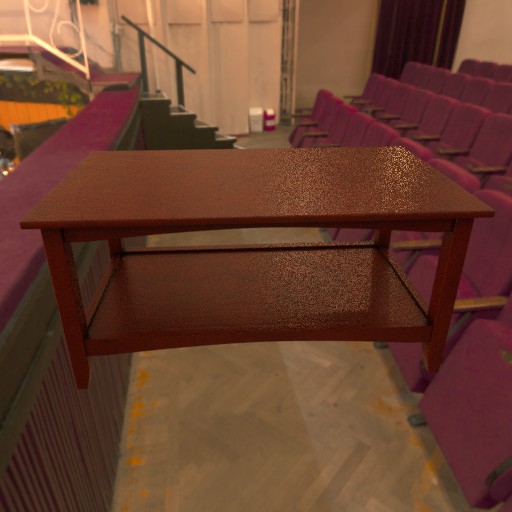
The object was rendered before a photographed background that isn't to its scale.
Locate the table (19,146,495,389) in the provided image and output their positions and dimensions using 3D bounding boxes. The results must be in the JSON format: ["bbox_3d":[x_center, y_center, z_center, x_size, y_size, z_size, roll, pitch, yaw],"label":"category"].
[{"bbox_3d":[0.000,0.000,1.213,0.943,0.456,0.533,-2,28,-3],"label":"table"}]
